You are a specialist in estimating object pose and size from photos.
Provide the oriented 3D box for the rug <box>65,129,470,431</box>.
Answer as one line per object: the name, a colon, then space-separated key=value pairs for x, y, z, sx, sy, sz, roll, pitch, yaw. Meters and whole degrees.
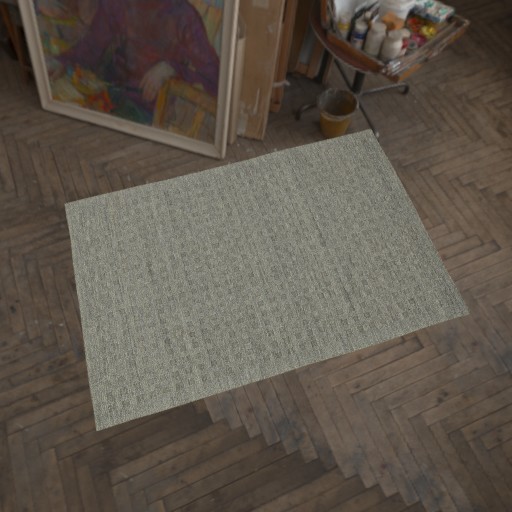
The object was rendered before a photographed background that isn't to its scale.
rug: x=0.000 y=0.000 z=2.888 sx=2.297 sy=0.018 sz=1.532 roll=-15 pitch=65 yaw=-7
